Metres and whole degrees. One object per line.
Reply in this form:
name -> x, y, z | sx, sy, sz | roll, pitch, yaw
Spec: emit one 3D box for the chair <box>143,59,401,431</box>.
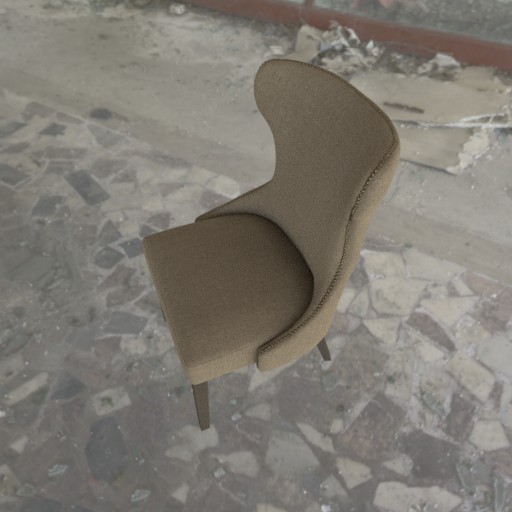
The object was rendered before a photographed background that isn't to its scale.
chair -> 0.000, 0.000, 1.387 | 0.635, 0.967, 0.628 | -17, 49, -15
